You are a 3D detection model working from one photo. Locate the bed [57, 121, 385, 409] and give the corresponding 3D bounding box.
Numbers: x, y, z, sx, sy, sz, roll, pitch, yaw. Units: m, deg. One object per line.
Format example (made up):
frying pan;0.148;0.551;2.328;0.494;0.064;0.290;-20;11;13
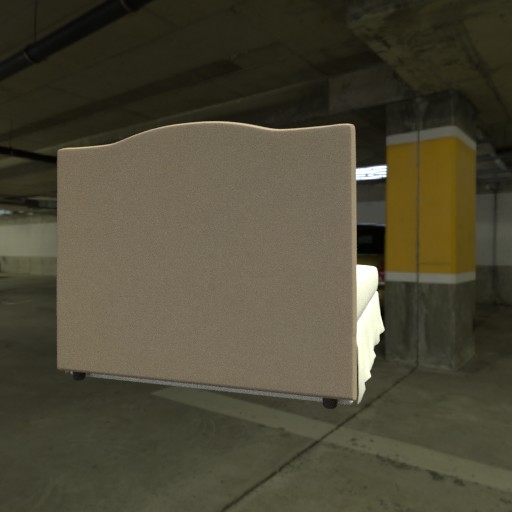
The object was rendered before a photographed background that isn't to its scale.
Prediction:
bed;0.000;0.000;3.399;1.821;1.436;2.282;0;1;18
